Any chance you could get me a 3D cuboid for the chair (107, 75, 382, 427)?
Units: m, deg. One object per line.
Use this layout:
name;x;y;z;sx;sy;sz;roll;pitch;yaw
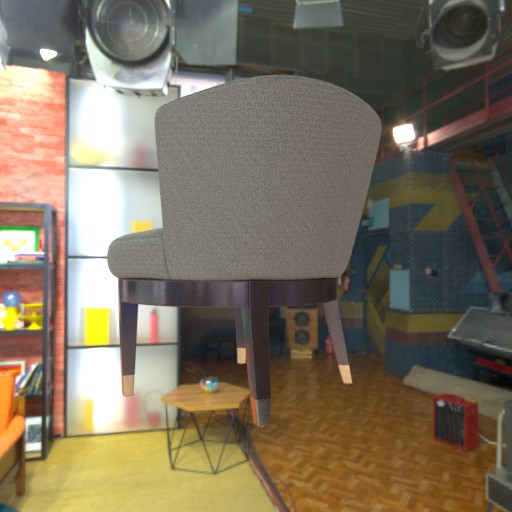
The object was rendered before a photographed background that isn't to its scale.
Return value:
chair;0.000;0.000;1.265;0.660;0.760;0.700;-1;-2;36
